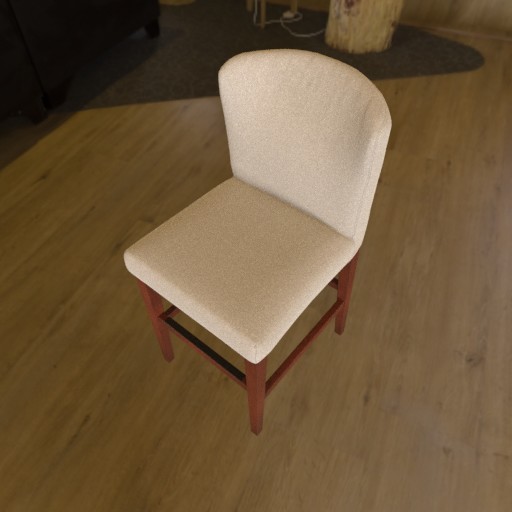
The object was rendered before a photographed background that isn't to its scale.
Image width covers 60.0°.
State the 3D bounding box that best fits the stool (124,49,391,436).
[{"bbox_3d":[0.000,0.000,1.281,0.479,0.968,0.568,31,55,25],"label":"stool"}]
